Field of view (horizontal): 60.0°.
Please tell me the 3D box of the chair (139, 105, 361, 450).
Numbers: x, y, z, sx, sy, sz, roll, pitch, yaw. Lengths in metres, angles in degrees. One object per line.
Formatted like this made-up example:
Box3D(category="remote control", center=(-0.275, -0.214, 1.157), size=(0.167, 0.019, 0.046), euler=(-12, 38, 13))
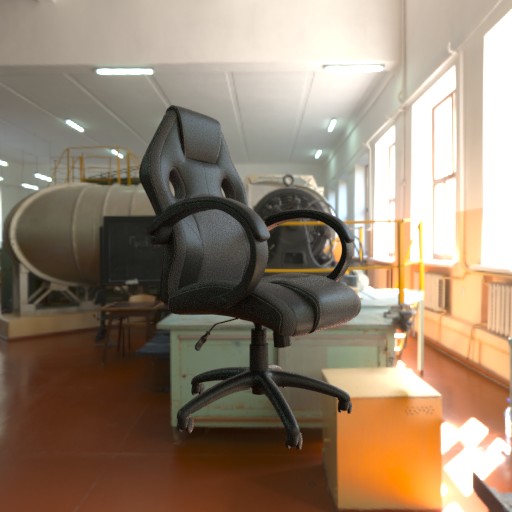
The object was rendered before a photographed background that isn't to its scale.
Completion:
Box3D(category="chair", center=(0.000, 0.000, 1.667), size=(0.724, 1.187, 0.673), euler=(1, 2, 36))
